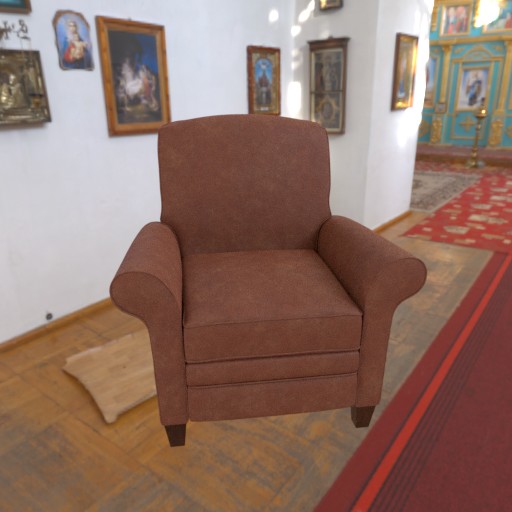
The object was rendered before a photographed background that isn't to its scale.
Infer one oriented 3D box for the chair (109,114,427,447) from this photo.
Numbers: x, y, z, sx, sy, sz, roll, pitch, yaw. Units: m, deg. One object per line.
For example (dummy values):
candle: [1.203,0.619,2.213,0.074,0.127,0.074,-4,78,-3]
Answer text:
chair: [0.000,0.000,1.766,0.978,1.061,0.902,-3,19,-8]
